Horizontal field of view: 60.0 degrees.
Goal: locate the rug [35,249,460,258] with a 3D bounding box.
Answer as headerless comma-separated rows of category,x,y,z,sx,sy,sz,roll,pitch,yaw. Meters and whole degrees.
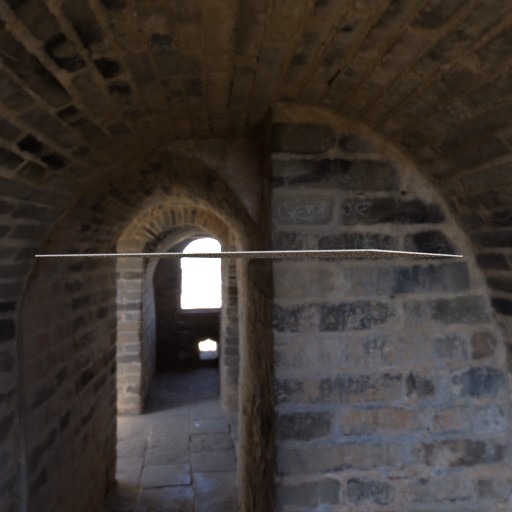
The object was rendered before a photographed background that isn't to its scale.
rug,0.000,0.000,4.024,3.045,0.008,2.421,-1,-1,35
